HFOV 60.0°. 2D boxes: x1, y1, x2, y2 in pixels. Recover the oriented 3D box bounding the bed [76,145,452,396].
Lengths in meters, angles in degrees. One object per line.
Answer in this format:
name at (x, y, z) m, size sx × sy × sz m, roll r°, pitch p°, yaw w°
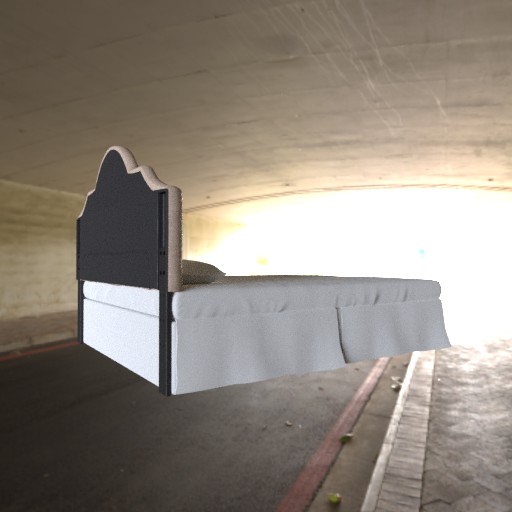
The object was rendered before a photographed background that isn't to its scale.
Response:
bed at (0.000, 0.000, 2.996) m, size 1.970 × 1.194 × 1.667 m, roll 1°, pitch -1°, yaw -35°
